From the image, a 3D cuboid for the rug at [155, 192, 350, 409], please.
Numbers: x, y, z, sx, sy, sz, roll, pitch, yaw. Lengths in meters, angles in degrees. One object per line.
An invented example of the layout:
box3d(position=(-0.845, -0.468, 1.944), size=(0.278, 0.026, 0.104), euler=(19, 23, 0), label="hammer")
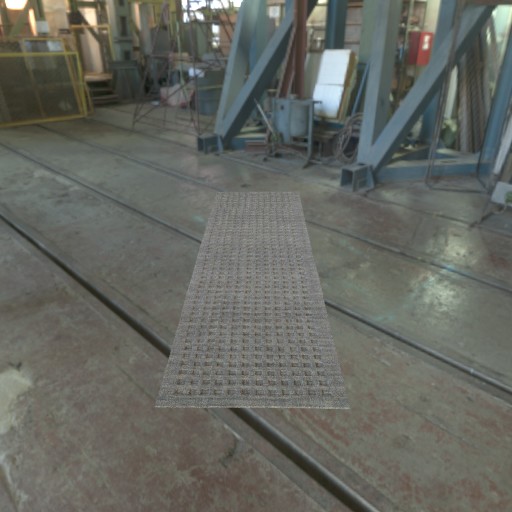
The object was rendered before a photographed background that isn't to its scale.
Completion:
box3d(position=(0.000, 0.000, 2.690), size=(0.706, 0.009, 2.443), euler=(0, 27, 1), label="rug")
